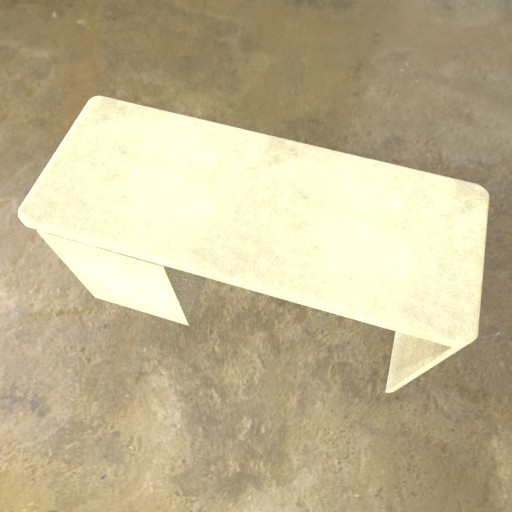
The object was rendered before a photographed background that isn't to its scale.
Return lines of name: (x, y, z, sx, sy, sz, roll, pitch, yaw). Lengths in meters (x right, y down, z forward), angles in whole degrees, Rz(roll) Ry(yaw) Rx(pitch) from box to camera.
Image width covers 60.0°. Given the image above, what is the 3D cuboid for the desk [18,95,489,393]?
desk: (0.000, 0.000, 1.725, 1.400, 0.755, 0.550, 15, 64, 8)
